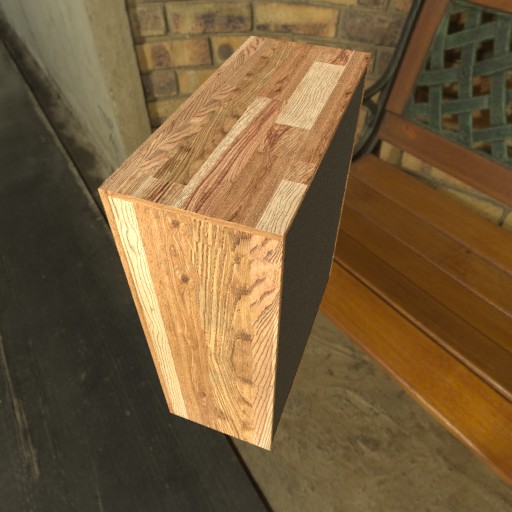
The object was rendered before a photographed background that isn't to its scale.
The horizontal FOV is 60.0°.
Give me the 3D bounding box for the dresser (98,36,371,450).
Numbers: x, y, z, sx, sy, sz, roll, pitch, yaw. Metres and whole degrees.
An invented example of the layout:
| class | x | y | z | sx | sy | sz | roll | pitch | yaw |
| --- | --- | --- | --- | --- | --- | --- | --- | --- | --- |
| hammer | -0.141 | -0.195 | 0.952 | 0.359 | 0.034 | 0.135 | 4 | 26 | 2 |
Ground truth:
| class | x | y | z | sx | sy | sz | roll | pitch | yaw |
| --- | --- | --- | --- | --- | --- | --- | --- | --- | --- |
| dresser | 0.000 | 0.000 | 1.714 | 0.480 | 1.243 | 0.966 | 15 | 48 | 14 |
